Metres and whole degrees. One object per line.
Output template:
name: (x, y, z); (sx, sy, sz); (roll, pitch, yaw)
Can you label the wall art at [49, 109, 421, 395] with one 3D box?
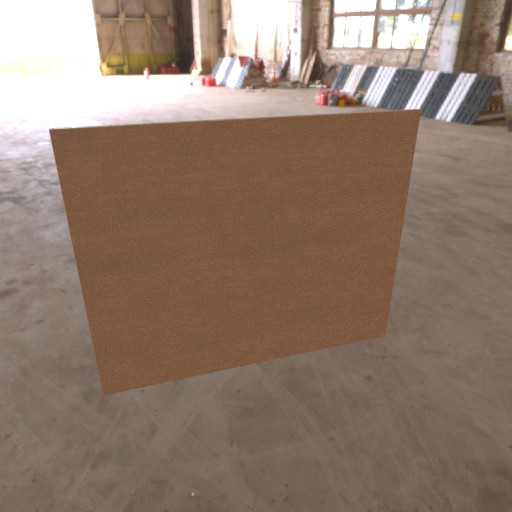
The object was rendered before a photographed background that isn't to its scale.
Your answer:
wall art: (0.000, 0.000, 0.678); (0.508, 0.408, 0.010); (-8, 28, -16)
